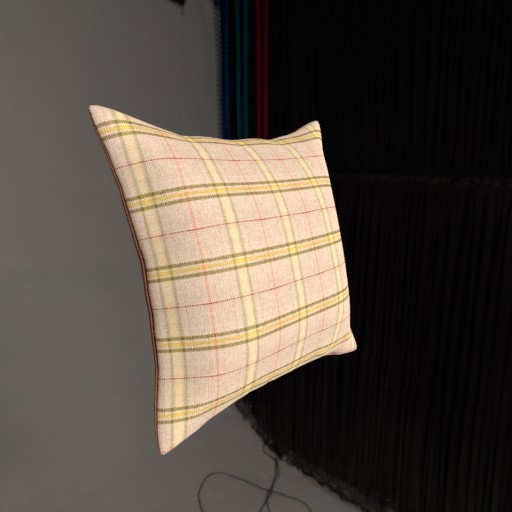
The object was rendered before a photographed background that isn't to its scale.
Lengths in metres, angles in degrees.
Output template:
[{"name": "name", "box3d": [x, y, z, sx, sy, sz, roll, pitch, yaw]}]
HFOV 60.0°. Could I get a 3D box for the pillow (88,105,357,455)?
[{"name": "pillow", "box3d": [0.000, 0.000, 0.694, 0.200, 0.430, 0.453, 13, 18, 43]}]
